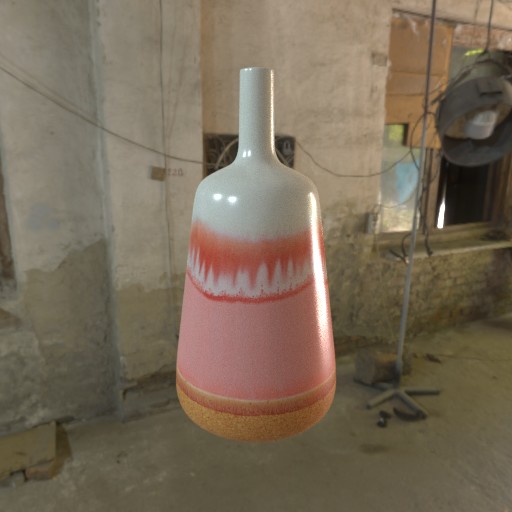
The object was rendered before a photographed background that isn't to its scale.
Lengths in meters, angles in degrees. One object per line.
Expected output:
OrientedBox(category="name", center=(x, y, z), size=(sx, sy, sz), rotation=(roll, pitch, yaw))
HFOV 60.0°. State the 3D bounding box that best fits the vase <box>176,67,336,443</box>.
OrientedBox(category="vase", center=(0.000, 0.000, 0.378), size=(0.144, 0.296, 0.144), rotation=(0, 15, 0))
